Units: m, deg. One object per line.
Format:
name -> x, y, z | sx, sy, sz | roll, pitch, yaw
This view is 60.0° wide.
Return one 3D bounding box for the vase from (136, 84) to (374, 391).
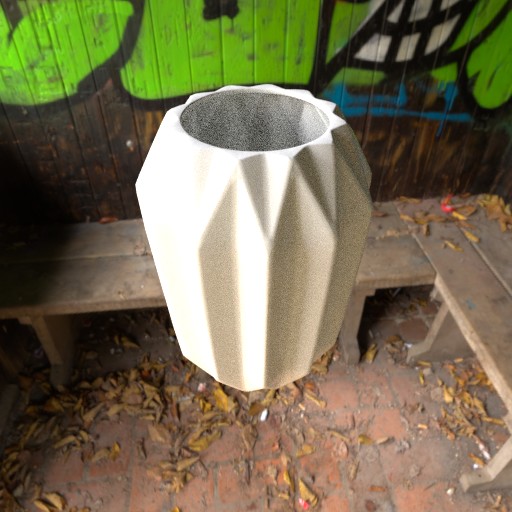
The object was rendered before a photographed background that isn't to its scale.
vase -> 0.000, 0.000, 0.417 | 0.195, 0.275, 0.195 | 0, 41, 0
